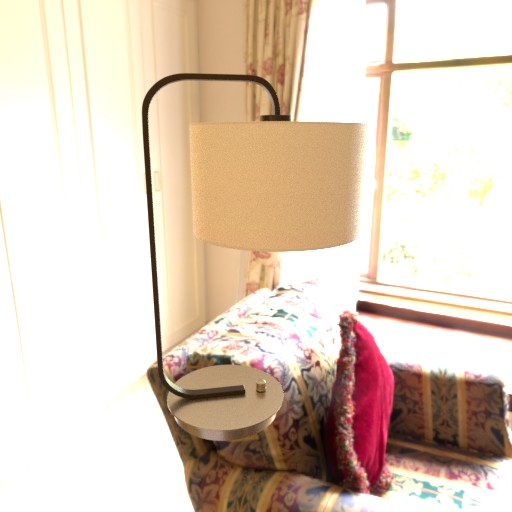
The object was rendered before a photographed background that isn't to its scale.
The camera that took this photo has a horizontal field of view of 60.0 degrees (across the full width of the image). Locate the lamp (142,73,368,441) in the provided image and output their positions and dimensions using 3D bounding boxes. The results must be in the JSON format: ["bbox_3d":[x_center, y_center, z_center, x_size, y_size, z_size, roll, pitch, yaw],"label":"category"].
[{"bbox_3d":[0.000,0.000,0.623,0.288,0.473,0.230,-3,15,-10],"label":"lamp"}]
